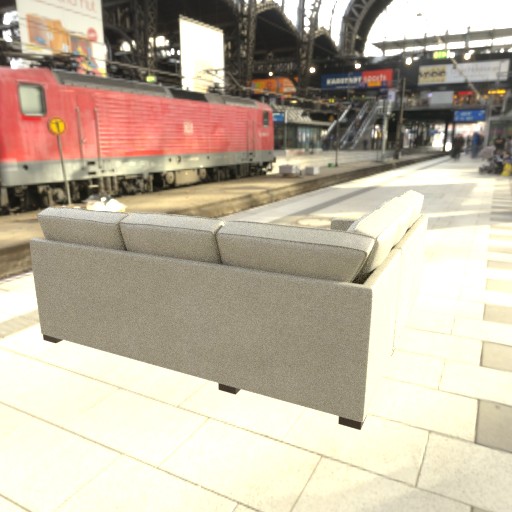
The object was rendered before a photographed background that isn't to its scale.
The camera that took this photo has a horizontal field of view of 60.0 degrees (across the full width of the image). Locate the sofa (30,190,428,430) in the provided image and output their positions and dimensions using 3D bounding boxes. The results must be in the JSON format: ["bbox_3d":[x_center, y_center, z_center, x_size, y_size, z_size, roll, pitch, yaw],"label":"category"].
[{"bbox_3d":[0.000,0.000,3.349,2.211,0.936,2.188,7,16,25],"label":"sofa"}]
